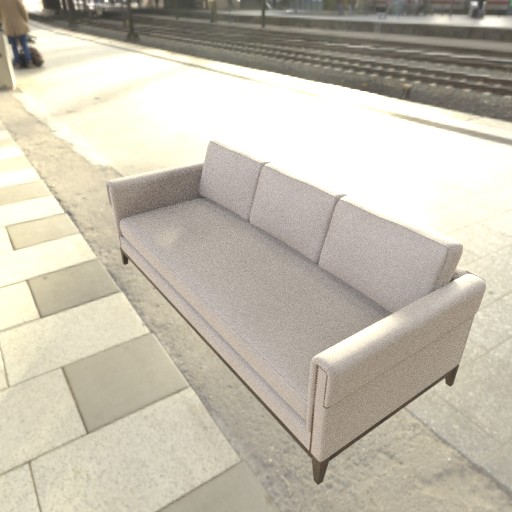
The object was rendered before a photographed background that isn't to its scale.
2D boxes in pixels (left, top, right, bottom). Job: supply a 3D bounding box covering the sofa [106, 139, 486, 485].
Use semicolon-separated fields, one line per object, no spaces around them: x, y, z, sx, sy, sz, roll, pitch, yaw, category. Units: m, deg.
0.000;0.000;2.598;0.959;0.838;2.210;-20;36;-30;sofa
